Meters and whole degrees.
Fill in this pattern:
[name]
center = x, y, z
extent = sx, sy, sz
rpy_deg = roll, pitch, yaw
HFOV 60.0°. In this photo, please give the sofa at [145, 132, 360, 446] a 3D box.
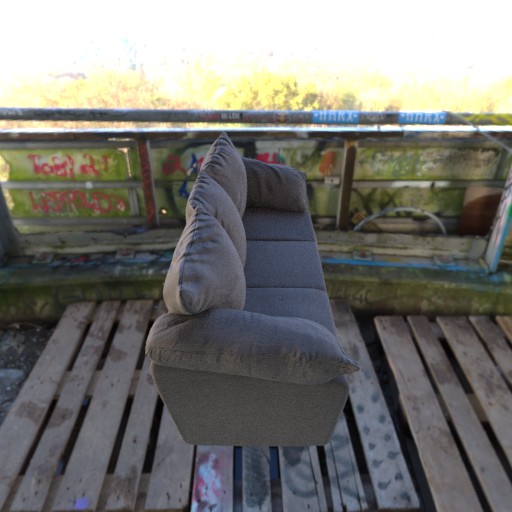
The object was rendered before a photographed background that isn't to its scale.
[sofa]
center = 0.000, 0.000, 2.879
extent = 0.927, 1.043, 2.390
rpy_deg = 0, 31, 0
